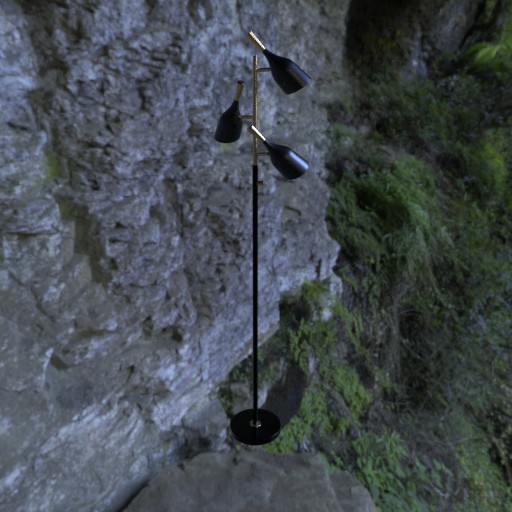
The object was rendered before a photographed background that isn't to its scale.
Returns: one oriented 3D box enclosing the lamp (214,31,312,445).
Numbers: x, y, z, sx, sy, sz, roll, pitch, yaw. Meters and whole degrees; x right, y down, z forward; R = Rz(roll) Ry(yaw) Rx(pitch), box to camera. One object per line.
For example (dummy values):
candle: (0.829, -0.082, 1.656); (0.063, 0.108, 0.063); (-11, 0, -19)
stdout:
lamp: (0.000, 0.000, 1.955); (0.434, 1.778, 0.253); (8, 18, 26)
